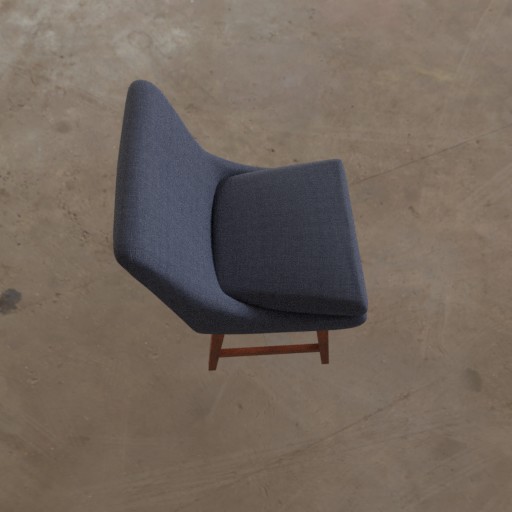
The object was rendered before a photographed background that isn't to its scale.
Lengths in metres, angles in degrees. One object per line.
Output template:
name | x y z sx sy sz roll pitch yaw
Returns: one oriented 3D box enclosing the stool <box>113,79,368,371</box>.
stool | 0.000 0.000 1.224 0.524 0.895 0.467 -3 64 -1
